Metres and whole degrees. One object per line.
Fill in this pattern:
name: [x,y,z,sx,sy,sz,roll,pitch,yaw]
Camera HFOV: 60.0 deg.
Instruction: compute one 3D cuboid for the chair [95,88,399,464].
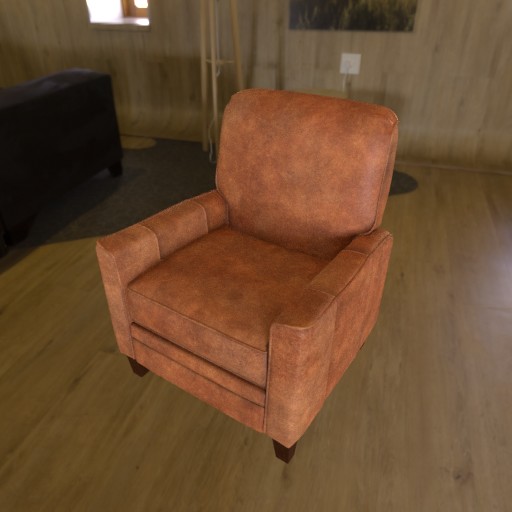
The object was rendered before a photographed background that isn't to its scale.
chair: [0.000,0.000,1.672,0.843,1.043,0.836,19,37,28]
